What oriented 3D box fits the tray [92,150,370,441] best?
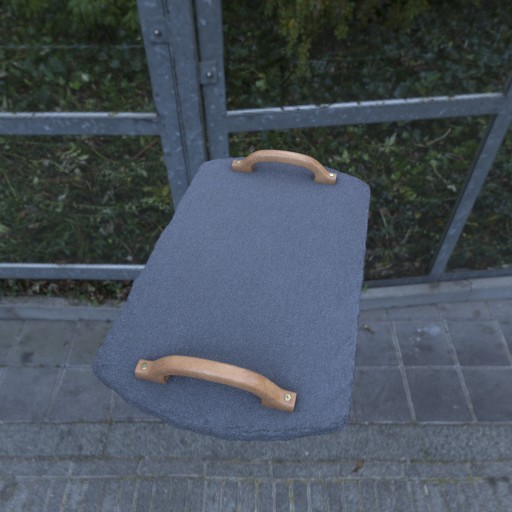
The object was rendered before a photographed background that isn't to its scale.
[{"bbox_3d":[0.000,0.000,0.476,0.231,0.062,0.387,10,47,9],"label":"tray"}]
